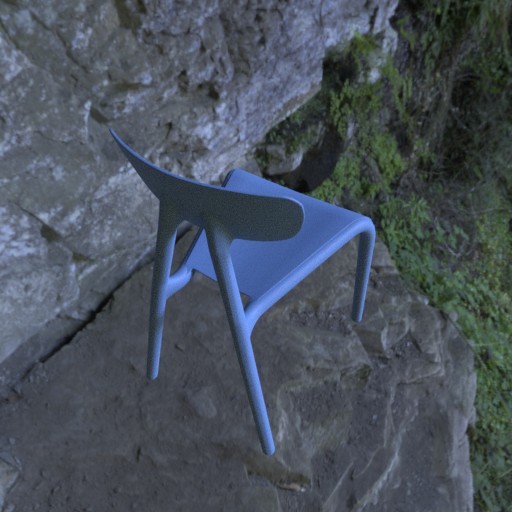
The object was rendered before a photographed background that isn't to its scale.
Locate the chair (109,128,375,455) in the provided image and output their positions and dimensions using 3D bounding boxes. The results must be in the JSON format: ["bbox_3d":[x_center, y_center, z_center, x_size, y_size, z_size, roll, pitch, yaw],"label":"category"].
[{"bbox_3d":[0.000,0.000,0.812,0.356,0.580,0.401,24,51,22],"label":"chair"}]
